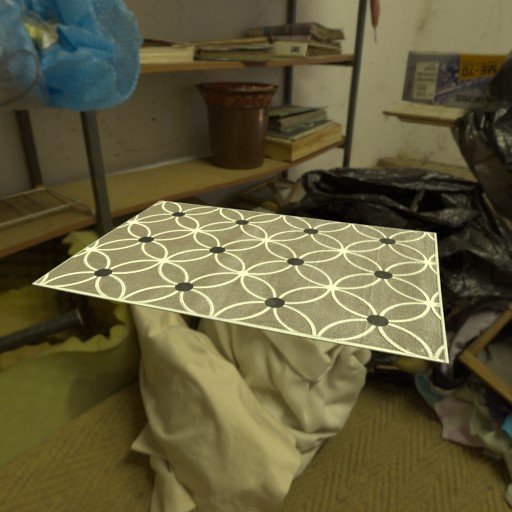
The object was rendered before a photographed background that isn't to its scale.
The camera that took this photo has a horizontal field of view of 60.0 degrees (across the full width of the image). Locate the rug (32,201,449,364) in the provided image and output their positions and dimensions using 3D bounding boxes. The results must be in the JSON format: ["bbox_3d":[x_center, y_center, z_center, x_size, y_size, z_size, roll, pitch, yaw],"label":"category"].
[{"bbox_3d":[0.000,0.000,2.919,2.284,0.008,1.522,8,28,16],"label":"rug"}]
